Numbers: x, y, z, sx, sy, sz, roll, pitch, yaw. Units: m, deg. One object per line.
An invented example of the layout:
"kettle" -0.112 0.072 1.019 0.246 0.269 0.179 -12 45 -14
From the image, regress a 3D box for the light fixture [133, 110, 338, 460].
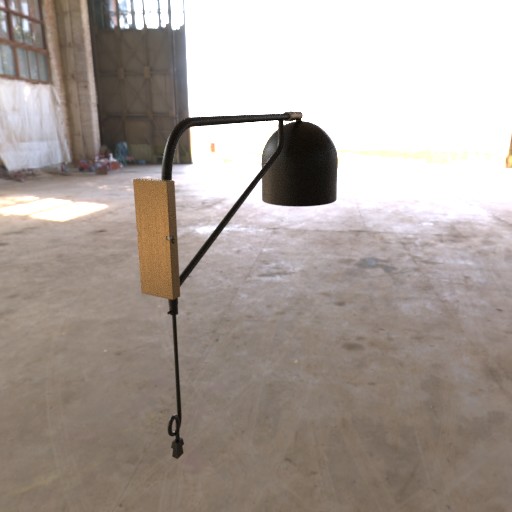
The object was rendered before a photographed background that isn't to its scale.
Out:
"light fixture" 0.000 0.000 1.092 0.215 0.696 0.720 9 18 28
